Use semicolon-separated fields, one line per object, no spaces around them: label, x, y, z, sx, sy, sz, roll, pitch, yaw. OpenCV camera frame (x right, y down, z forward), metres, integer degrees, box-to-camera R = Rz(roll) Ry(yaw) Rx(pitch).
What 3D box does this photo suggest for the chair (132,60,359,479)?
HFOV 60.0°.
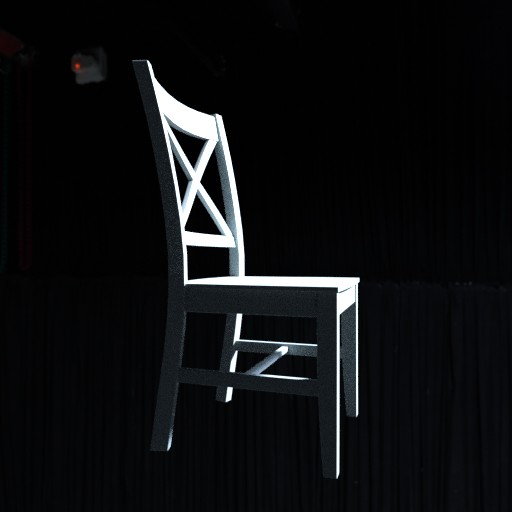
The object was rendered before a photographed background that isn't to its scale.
chair;0.000;0.000;1.263;0.542;0.983;0.485;0;0;19
